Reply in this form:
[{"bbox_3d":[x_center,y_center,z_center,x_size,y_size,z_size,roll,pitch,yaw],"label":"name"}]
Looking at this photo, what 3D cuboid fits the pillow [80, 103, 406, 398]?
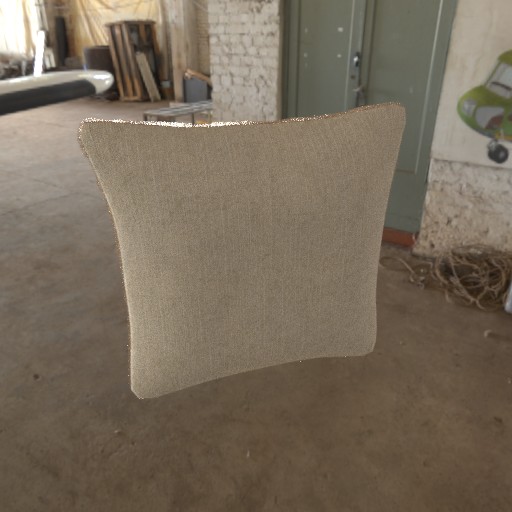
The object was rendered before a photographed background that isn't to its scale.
[{"bbox_3d":[0.000,0.000,0.812,0.538,0.525,0.216,-8,27,-16],"label":"pillow"}]
